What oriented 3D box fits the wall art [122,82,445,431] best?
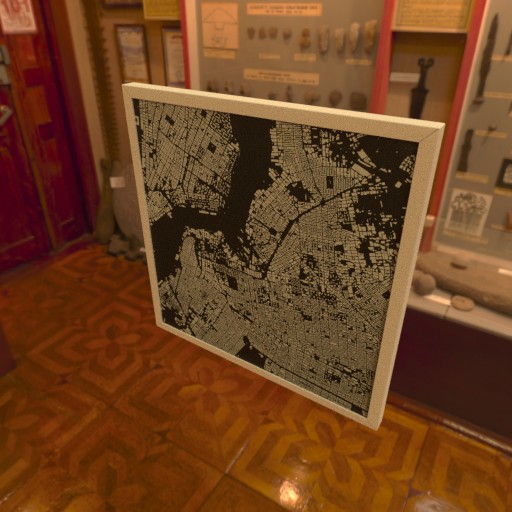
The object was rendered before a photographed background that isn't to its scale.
[{"bbox_3d":[0.000,0.000,1.126,0.761,0.762,0.050,18,35,28],"label":"wall art"}]
